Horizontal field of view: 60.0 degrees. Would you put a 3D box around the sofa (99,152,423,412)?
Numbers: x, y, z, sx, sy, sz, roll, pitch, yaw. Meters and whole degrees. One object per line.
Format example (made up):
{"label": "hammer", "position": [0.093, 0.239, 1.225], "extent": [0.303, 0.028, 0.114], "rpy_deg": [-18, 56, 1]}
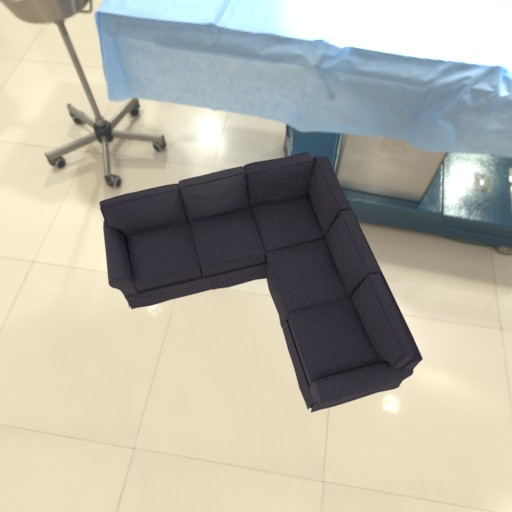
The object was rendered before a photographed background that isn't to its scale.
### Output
{"label": "sofa", "position": [0.000, 0.000, 5.109], "extent": [3.773, 1.169, 2.874], "rpy_deg": [14, 60, 8]}
